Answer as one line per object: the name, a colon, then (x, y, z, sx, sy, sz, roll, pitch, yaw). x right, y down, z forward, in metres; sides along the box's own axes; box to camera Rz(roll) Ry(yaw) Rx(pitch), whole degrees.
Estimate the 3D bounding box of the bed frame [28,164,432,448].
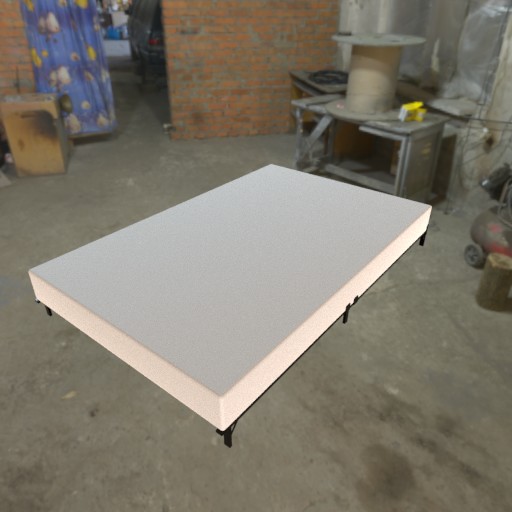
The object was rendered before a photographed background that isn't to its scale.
bed frame: (0.000, 0.000, 3.833, 1.930, 0.440, 2.987, 22, 37, 32)
